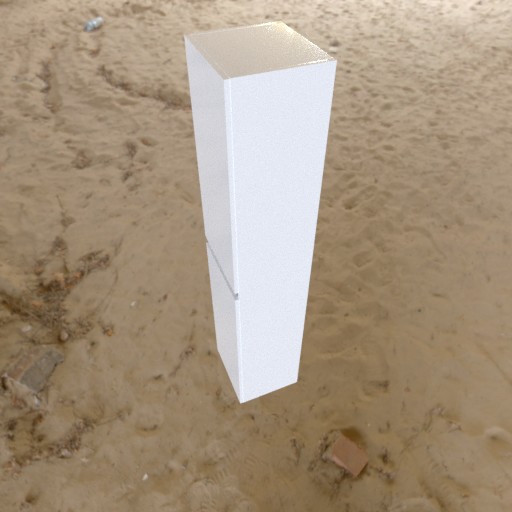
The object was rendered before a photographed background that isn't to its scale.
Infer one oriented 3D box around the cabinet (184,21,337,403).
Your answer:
[{"bbox_3d":[0.000,0.000,1.549,0.270,1.400,0.300,-16,47,-16],"label":"cabinet"}]
